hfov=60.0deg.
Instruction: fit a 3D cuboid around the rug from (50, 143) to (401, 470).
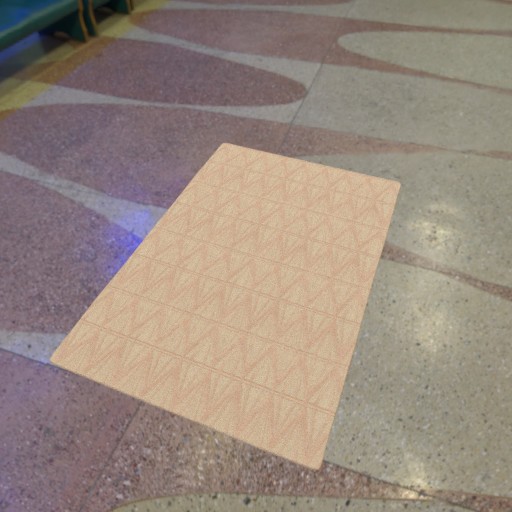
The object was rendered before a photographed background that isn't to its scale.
[{"bbox_3d":[0.000,0.000,3.056,1.609,0.015,2.390,16,49,15],"label":"rug"}]
